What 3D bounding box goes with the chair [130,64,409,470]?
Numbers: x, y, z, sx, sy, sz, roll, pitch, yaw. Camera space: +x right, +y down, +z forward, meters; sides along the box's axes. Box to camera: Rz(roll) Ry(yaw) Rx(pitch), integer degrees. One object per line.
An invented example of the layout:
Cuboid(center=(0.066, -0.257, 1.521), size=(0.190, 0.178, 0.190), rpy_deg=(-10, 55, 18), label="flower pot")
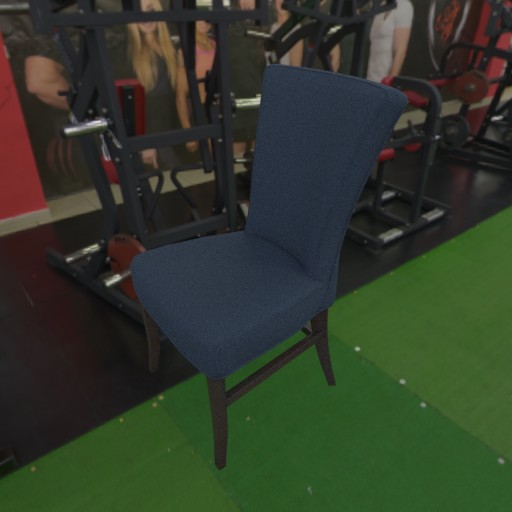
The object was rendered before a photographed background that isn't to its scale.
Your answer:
Cuboid(center=(0.000, 0.000, 1.343), size=(0.660, 0.991, 0.520), rpy_deg=(-21, 37, -30), label="chair")
